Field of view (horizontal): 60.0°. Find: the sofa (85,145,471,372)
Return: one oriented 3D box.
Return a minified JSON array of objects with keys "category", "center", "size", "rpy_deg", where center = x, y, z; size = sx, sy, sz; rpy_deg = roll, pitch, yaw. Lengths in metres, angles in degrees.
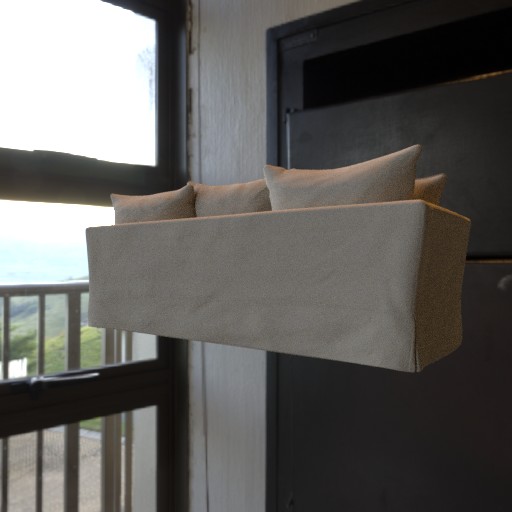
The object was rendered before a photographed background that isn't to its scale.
[{"category":"sofa","center":[0.000,0.000,3.003],"size":[2.499,1.047,1.046],"rpy_deg":[-1,-1,36]}]
